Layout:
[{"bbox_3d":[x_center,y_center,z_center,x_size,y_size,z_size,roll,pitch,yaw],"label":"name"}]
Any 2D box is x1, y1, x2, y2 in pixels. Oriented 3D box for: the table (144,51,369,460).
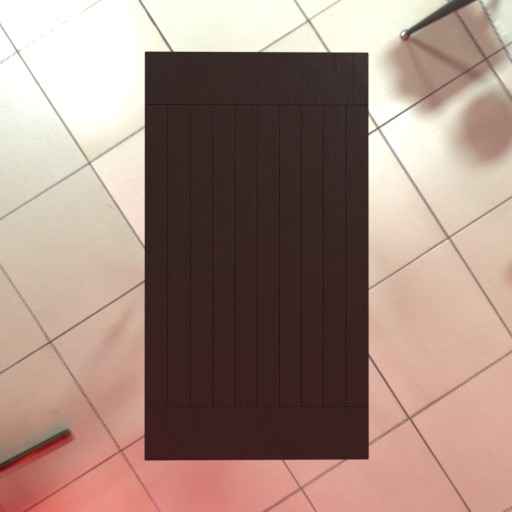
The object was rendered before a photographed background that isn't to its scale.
[{"bbox_3d":[0.000,0.000,1.400,0.600,0.494,1.062,0,90,-1],"label":"table"}]
